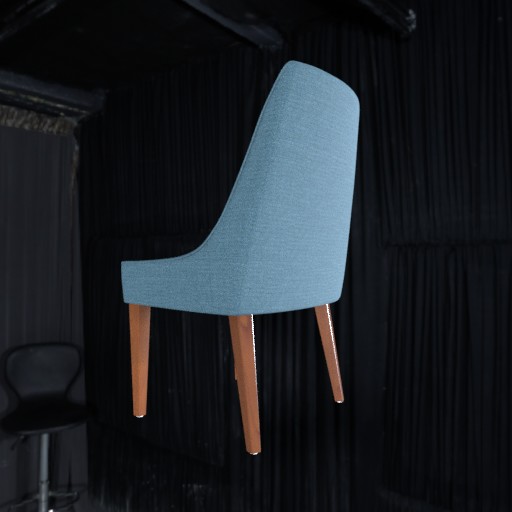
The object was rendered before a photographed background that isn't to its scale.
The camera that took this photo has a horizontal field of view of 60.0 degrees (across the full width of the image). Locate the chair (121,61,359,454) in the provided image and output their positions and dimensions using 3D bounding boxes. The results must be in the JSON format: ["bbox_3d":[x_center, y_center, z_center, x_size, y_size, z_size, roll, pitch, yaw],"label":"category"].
[{"bbox_3d":[0.000,0.000,1.236,0.544,0.861,0.529,0,0,36],"label":"chair"}]
